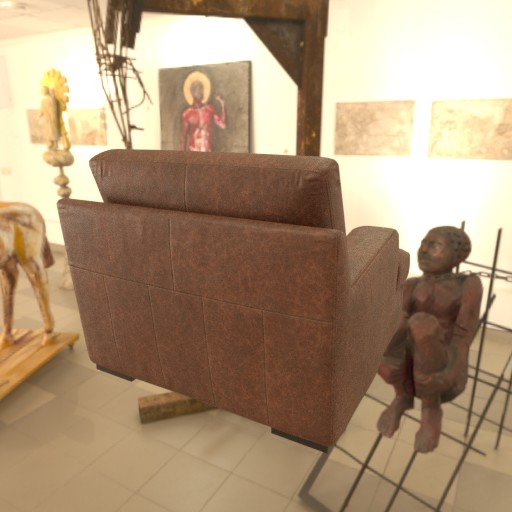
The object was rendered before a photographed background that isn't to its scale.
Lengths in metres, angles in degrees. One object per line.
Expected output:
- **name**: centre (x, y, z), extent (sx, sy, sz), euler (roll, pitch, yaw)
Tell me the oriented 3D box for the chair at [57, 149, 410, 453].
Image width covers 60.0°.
- **chair**: centre (0.000, 0.000, 1.957), extent (1.168, 0.939, 1.143), euler (9, 19, 28)
